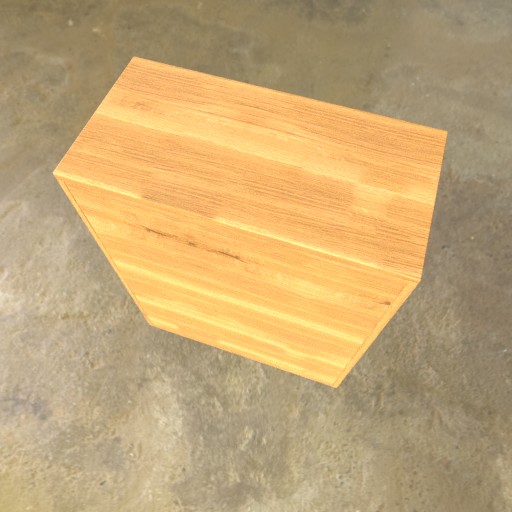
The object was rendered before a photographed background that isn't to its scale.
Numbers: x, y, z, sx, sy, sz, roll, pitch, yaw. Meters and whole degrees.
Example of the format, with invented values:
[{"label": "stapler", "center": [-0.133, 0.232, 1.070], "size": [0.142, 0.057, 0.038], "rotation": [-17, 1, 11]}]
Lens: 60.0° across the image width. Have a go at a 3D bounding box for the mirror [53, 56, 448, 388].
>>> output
[{"label": "mirror", "center": [0.000, 0.000, 1.434], "size": [0.800, 1.000, 0.400], "rotation": [17, 63, 9]}]
